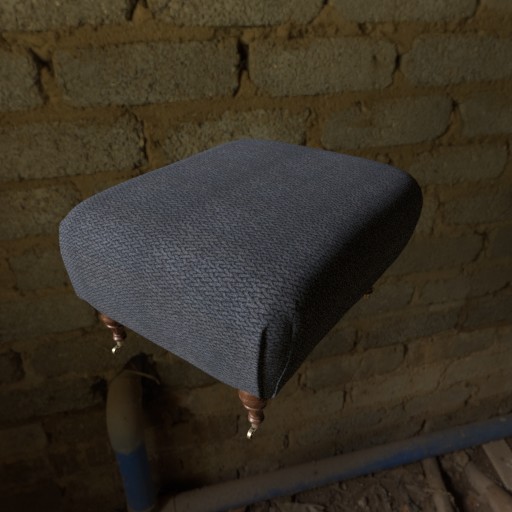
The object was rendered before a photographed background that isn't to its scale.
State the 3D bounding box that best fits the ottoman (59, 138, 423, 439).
[{"bbox_3d":[0.000,0.000,1.139,0.622,0.450,0.747,20,36,30],"label":"ottoman"}]
